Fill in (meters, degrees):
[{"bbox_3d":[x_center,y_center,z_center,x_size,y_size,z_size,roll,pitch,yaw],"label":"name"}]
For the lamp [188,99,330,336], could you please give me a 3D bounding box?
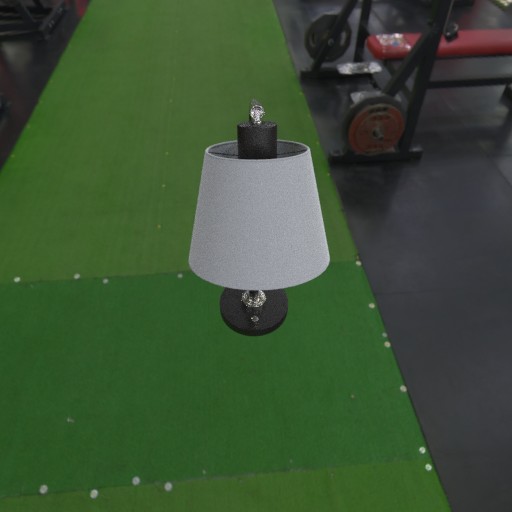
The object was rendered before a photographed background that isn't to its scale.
[{"bbox_3d":[0.000,0.000,0.705,0.181,0.539,0.348,-2,46,-2],"label":"lamp"}]
